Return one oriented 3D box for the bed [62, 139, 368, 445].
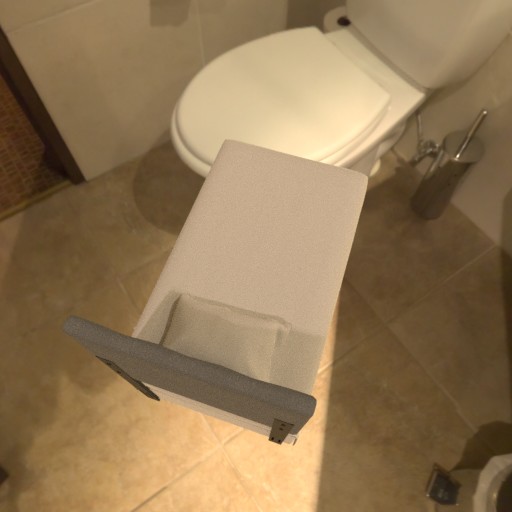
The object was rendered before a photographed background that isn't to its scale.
[{"bbox_3d":[0.000,0.000,2.946,1.261,1.571,1.997,17,64,8],"label":"bed"}]
